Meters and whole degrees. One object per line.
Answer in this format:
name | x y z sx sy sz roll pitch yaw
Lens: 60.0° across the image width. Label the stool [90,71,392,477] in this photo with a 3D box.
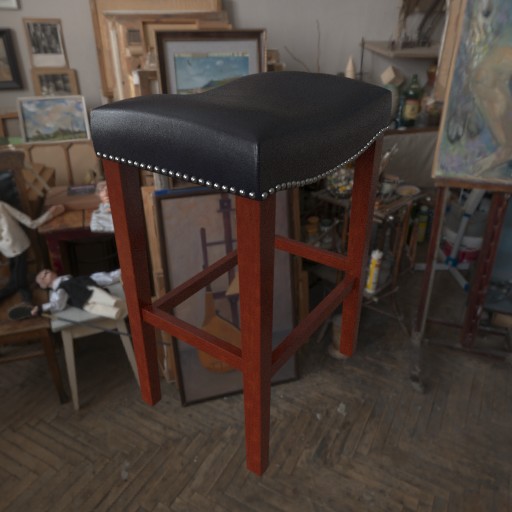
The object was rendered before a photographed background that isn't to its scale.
stool | 0.000 0.000 1.016 0.372 0.742 0.504 19 35 30
